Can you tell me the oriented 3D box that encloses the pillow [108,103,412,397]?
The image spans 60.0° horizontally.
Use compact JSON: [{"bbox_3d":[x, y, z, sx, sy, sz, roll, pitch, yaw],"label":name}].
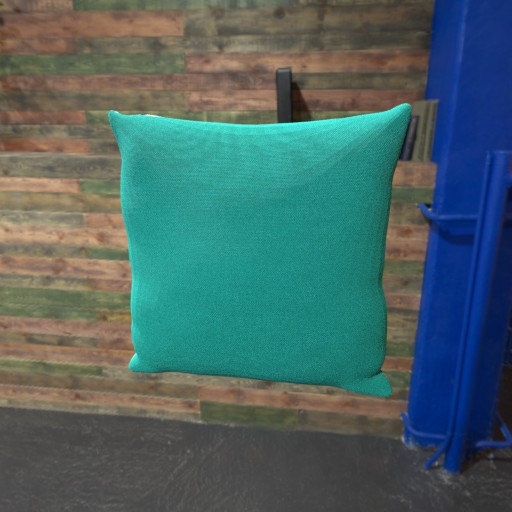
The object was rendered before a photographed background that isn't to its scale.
[{"bbox_3d":[0.000,0.000,0.680,0.440,0.441,0.182,2,17,8],"label":"pillow"}]
